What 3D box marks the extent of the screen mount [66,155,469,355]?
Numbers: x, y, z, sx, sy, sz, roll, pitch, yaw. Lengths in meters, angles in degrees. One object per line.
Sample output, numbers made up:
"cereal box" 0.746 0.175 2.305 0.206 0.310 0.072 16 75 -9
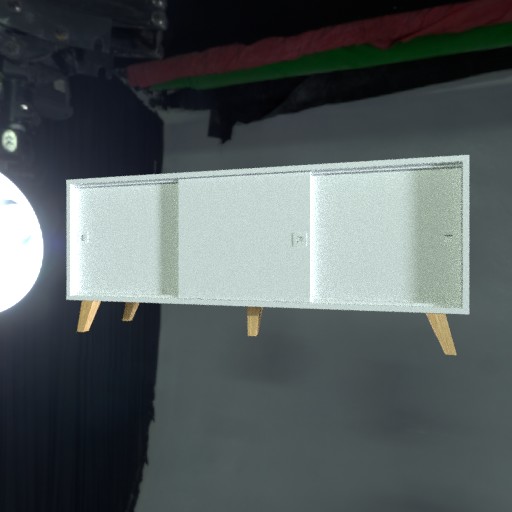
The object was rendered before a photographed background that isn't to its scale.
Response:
"screen mount" 0.000 0.000 1.767 1.490 0.619 0.400 0 0 18
